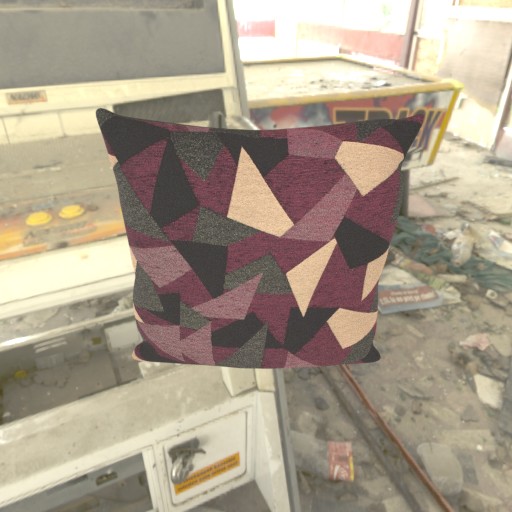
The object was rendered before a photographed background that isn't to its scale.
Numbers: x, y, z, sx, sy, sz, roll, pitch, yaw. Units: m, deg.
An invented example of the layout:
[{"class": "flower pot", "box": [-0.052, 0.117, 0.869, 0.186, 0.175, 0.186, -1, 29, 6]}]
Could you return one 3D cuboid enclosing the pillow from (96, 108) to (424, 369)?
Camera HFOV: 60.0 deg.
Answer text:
[{"class": "pillow", "box": [0.000, 0.000, 0.773, 0.503, 0.496, 0.208, 0, 31, 0]}]
